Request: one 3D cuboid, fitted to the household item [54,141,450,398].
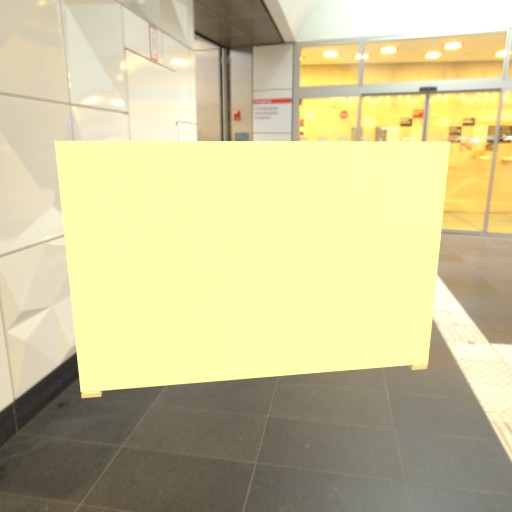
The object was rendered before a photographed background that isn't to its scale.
[{"bbox_3d":[0.000,0.000,1.742,1.300,0.867,0.420,-2,14,-9],"label":"household item"}]
